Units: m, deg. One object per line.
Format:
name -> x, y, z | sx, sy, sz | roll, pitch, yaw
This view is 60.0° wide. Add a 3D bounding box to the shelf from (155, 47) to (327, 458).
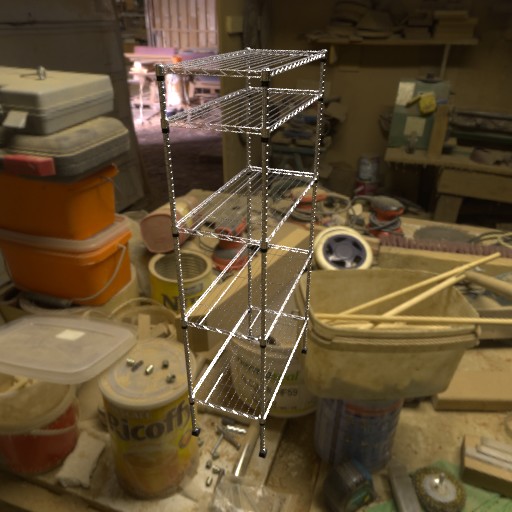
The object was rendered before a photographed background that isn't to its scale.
shelf -> 0.000, 0.000, 1.921 | 0.356, 1.587, 0.762 | 10, 30, 18
